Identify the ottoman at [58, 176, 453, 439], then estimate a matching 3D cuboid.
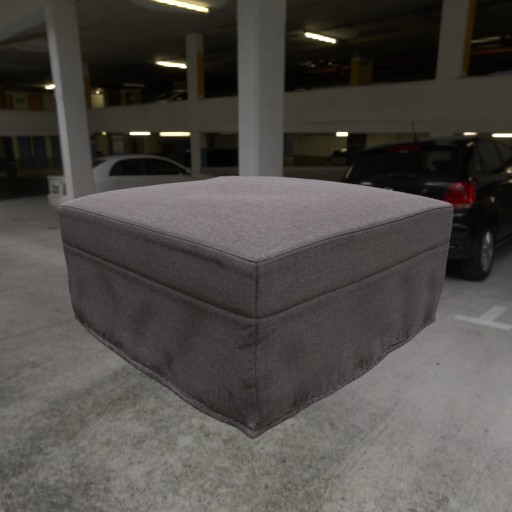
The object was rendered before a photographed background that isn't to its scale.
[{"bbox_3d":[0.000,0.000,1.326,0.840,0.436,0.843,15,22,43],"label":"ottoman"}]
